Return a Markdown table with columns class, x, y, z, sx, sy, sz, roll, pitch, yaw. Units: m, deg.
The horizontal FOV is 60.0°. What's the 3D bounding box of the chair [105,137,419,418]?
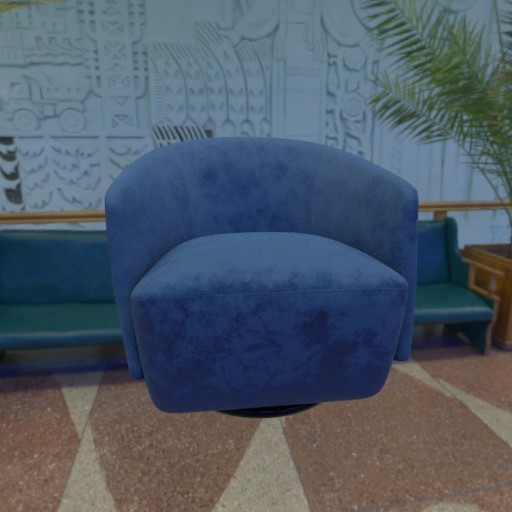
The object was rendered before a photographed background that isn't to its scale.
| class | x | y | z | sx | sy | sz | roll | pitch | yaw |
| --- | --- | --- | --- | --- | --- | --- | --- | --- | --- |
| chair | 0.000 | 0.000 | 1.351 | 0.773 | 0.698 | 0.767 | -2 | 16 | -7 |
